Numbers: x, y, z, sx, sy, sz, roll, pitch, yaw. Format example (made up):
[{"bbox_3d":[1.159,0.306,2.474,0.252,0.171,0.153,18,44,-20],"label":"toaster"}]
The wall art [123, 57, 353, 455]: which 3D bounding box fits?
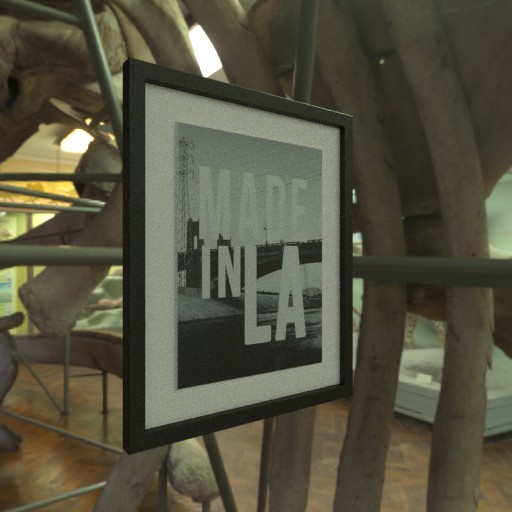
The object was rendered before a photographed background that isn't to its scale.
[{"bbox_3d":[0.000,0.000,0.765,0.457,0.559,0.028,0,0,-35],"label":"wall art"}]
